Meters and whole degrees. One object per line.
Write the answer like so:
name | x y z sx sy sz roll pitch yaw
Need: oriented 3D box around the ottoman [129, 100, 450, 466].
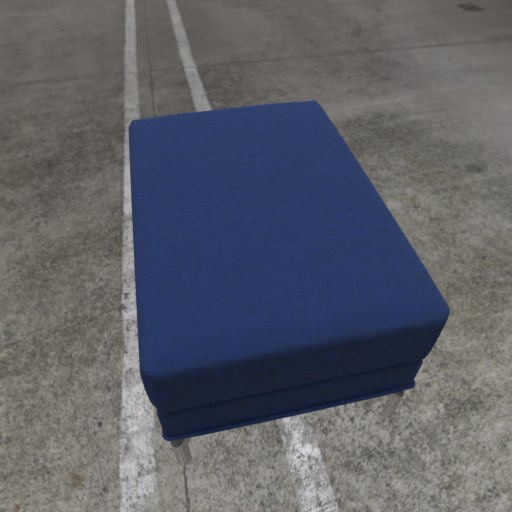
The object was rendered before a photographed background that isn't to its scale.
ottoman | 0.000 0.000 1.190 0.587 0.498 0.835 -9 47 -9
